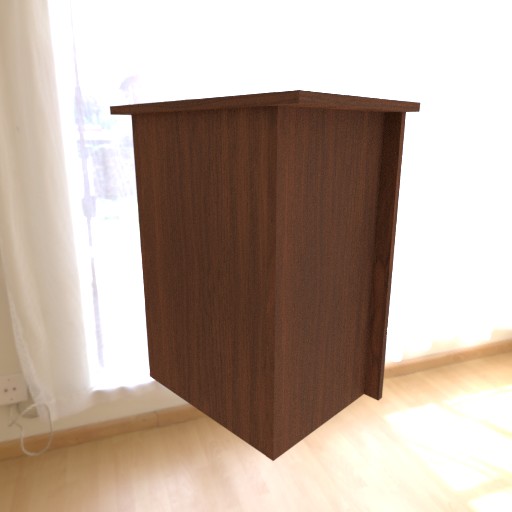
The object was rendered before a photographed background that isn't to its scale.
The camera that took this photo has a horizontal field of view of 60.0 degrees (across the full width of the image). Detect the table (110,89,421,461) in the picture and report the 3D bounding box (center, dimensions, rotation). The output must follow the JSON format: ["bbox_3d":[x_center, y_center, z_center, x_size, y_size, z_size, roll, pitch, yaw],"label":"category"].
[{"bbox_3d":[0.000,0.000,1.098,0.406,0.711,0.589,-15,21,-43],"label":"table"}]
